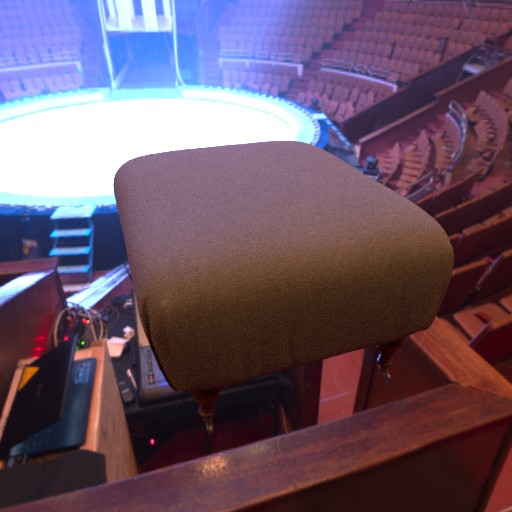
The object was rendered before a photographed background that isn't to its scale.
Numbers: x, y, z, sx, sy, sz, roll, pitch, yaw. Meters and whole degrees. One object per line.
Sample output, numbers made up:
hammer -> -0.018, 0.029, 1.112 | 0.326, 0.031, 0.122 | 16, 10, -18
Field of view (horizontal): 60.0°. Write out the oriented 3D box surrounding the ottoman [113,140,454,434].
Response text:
ottoman -> 0.000, 0.000, 1.120 | 0.622, 0.450, 0.747 | -10, 32, -17
